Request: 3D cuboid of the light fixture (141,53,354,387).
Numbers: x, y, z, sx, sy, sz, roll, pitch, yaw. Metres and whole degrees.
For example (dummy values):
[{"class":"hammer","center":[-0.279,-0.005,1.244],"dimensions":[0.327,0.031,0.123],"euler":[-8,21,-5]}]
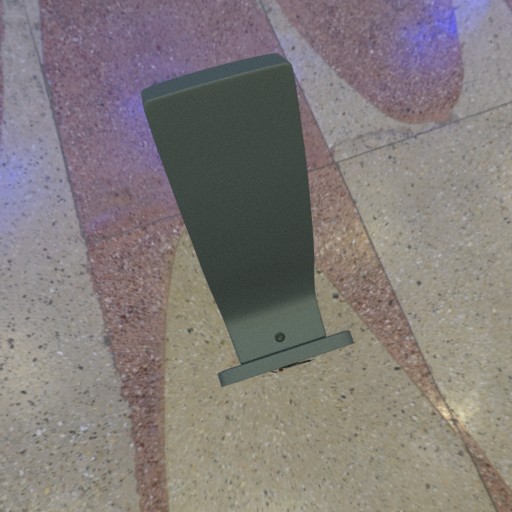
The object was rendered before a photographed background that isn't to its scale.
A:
[{"class":"light fixture","center":[0.000,0.000,0.331],"dimensions":[0.108,0.243,0.174],"euler":[-17,76,-5]}]
